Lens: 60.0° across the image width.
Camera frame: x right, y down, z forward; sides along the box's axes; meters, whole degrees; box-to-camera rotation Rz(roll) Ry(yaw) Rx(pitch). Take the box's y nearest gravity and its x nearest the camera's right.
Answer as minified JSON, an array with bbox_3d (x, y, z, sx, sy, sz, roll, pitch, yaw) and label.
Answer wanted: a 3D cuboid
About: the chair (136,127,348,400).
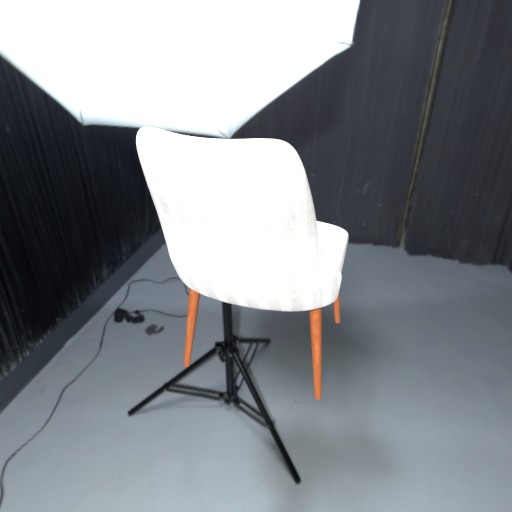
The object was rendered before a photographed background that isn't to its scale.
[{"bbox_3d":[0.000,0.000,1.342,0.526,0.917,0.684,10,33,15],"label":"chair"}]
